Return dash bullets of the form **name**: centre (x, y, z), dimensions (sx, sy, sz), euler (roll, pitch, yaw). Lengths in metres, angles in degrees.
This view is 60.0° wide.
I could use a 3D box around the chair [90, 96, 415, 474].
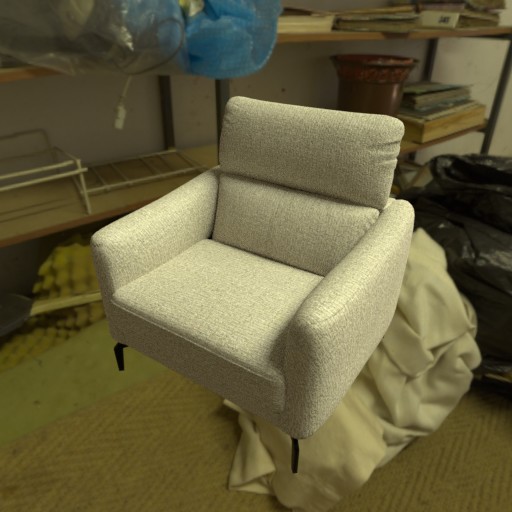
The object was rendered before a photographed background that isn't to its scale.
- **chair**: centre (0.000, 0.000, 1.655), dimensions (0.972, 0.967, 0.835), euler (18, 35, 29)
